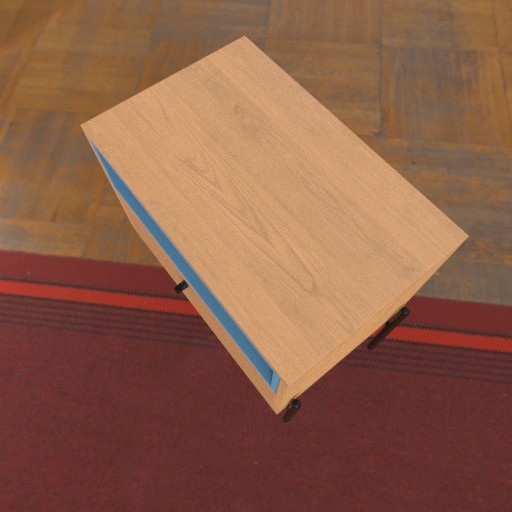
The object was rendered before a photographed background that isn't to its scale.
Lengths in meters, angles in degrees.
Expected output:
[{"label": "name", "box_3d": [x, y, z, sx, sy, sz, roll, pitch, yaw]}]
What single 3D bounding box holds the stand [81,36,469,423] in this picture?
[{"label": "stand", "box_3d": [0.000, 0.000, 1.018, 0.400, 0.600, 0.630, -36, 70, -15]}]
